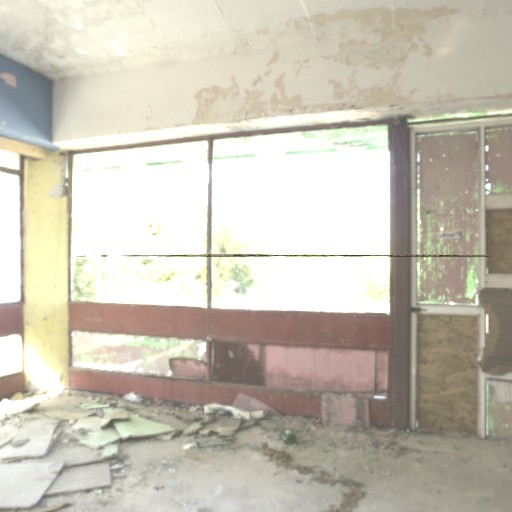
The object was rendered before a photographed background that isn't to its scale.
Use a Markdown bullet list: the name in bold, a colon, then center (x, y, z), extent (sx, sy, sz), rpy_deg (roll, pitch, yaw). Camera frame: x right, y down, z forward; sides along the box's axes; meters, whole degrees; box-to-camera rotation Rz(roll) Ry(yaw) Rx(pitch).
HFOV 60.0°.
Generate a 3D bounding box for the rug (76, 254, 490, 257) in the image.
- **rug**: center (0.000, 0.000, 4.066), extent (2.438, 0.016, 3.048), rpy_deg (0, 0, -35)
